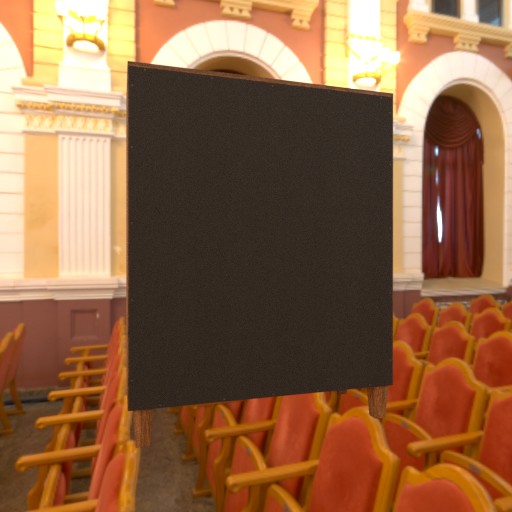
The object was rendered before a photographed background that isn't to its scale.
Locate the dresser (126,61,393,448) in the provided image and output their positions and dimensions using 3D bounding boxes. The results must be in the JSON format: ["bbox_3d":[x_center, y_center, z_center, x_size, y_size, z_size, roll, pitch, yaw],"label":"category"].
[{"bbox_3d":[0.000,0.000,1.907,1.067,1.359,0.438,0,0,-17],"label":"dresser"}]
